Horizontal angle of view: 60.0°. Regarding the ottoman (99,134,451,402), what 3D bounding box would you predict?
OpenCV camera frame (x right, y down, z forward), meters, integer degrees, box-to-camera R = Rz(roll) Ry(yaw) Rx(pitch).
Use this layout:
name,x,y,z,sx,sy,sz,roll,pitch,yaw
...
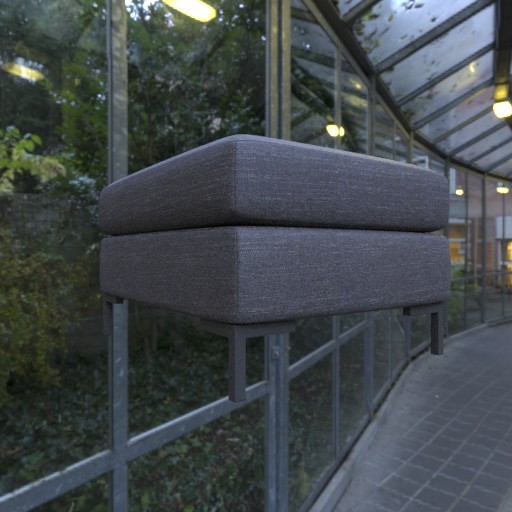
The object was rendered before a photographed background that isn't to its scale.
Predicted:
name,x,y,z,sx,sy,sz,roll,pitch,yaw
ottoman,0.000,0.000,1.244,0.671,0.490,0.820,0,1,-35
